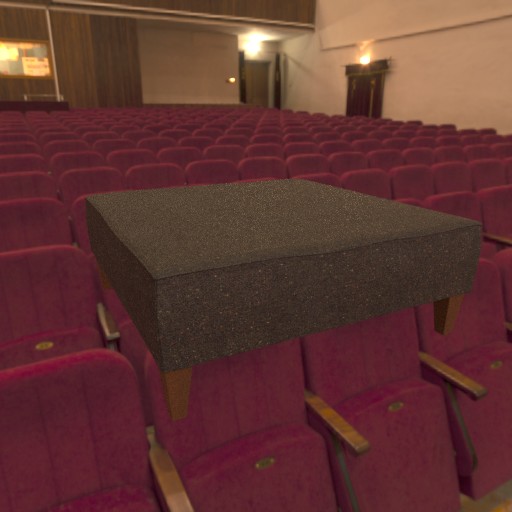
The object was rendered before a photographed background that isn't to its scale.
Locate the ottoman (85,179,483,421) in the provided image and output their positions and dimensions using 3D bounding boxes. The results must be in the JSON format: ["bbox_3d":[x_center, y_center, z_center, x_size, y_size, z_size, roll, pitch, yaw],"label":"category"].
[{"bbox_3d":[0.000,0.000,1.530,0.968,0.382,1.004,-9,20,-26],"label":"ottoman"}]
